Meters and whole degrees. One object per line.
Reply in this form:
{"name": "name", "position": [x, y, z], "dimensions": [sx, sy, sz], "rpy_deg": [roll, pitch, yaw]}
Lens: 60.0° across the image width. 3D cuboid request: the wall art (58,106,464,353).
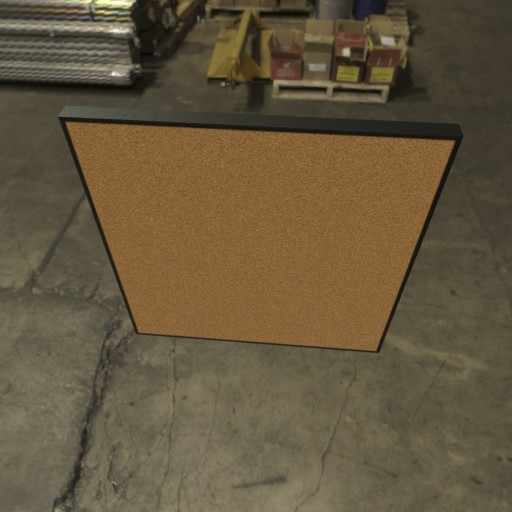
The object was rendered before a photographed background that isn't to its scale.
{"name": "wall art", "position": [0.000, 0.000, 1.131], "dimensions": [0.769, 0.766, 0.042], "rpy_deg": [4, 47, 3]}
